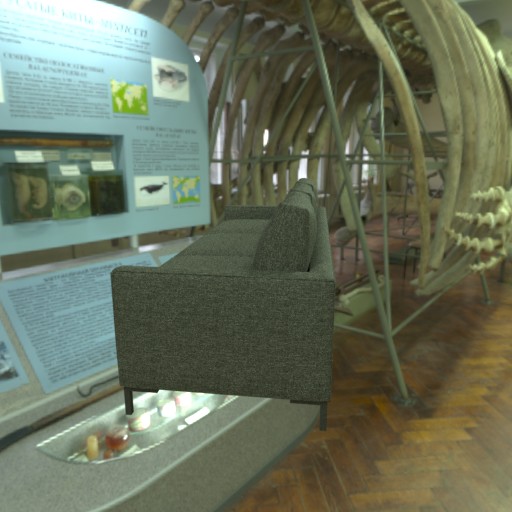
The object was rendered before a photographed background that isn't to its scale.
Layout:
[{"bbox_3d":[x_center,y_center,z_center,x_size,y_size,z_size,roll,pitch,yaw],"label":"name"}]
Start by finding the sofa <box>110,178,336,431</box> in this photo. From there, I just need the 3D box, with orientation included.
[{"bbox_3d":[0.000,0.000,2.736,0.876,0.879,2.253,2,13,8],"label":"sofa"}]
